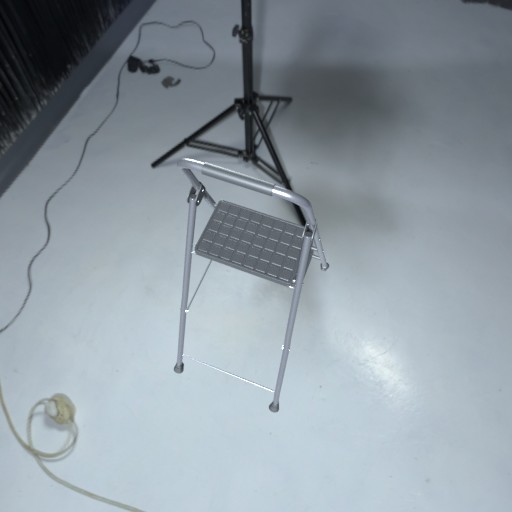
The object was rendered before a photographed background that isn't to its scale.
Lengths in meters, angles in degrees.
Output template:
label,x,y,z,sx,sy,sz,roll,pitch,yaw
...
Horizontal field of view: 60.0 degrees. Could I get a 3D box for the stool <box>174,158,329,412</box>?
label,x,y,z,sx,sy,sz,roll,pitch,yaw
stool,0.000,0.000,1.501,0.473,1.121,0.733,19,64,10
